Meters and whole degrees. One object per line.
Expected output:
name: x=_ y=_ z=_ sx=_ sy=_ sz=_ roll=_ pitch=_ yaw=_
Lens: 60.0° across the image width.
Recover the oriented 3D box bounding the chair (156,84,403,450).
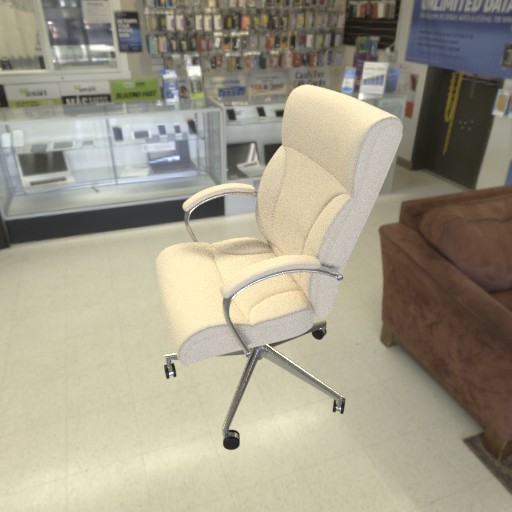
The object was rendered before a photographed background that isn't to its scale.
chair: x=0.000 y=0.000 z=1.611 sx=0.745 sy=1.099 sz=0.727 roll=-9 pitch=31 yaw=-15
